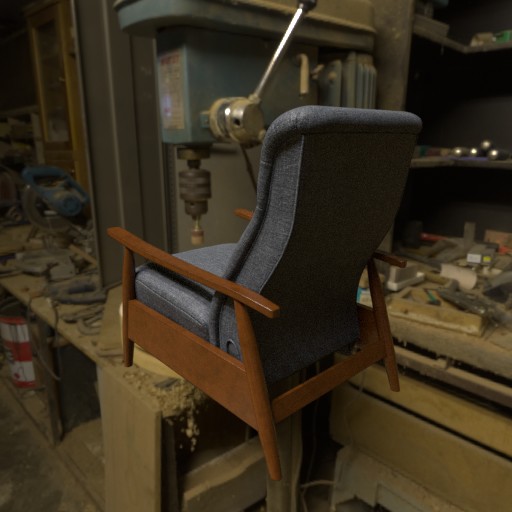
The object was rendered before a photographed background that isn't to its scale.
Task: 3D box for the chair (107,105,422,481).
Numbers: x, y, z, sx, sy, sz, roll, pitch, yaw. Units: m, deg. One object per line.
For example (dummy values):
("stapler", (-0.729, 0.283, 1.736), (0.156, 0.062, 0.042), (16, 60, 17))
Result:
("chair", (0.000, 0.000, 1.768), (0.762, 1.082, 1.030), (-14, 21, -41))
